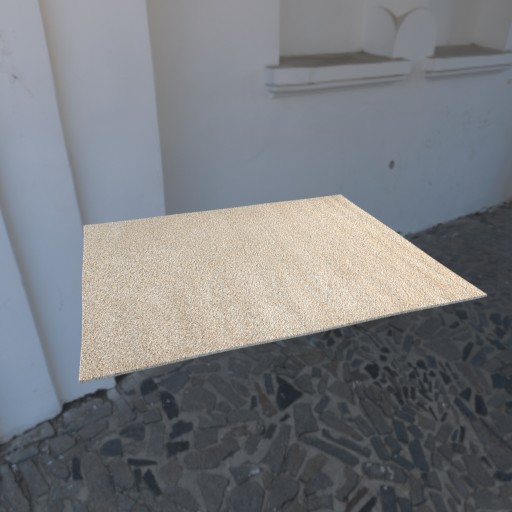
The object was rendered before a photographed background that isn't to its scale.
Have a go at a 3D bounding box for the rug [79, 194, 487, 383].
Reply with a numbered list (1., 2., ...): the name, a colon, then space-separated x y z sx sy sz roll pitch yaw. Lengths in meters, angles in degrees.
1. rug: 0.000 0.000 4.047 3.000 0.026 2.400 -9 29 -16
